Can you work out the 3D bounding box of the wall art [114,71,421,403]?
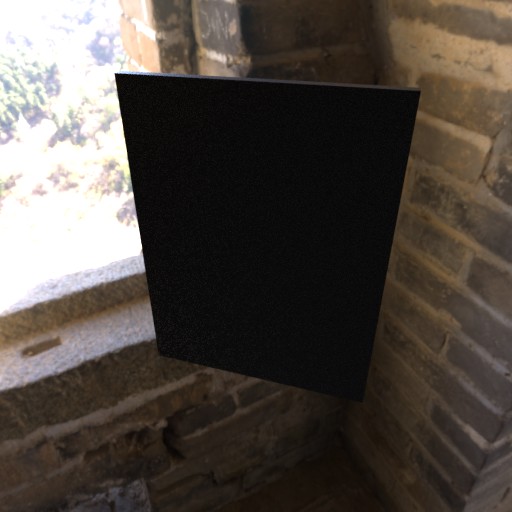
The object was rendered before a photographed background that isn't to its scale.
[{"bbox_3d":[0.000,0.000,1.415,0.806,1.062,0.038,9,33,14],"label":"wall art"}]
